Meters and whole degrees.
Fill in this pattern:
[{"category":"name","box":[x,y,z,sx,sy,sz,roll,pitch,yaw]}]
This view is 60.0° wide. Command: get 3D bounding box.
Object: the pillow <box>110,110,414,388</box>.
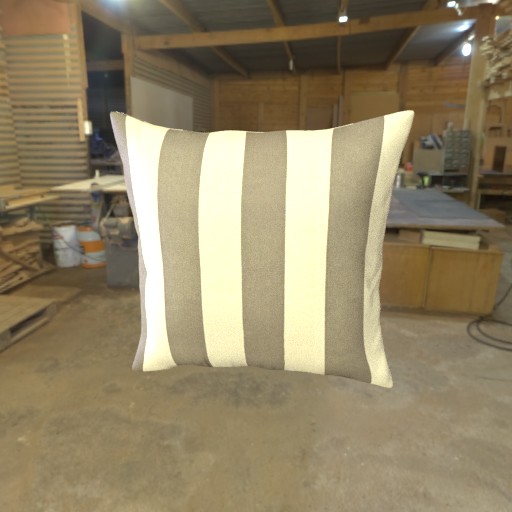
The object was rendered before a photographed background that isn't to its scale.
[{"category":"pillow","box":[0.000,0.000,0.810,0.522,0.507,0.192,2,15,8]}]
